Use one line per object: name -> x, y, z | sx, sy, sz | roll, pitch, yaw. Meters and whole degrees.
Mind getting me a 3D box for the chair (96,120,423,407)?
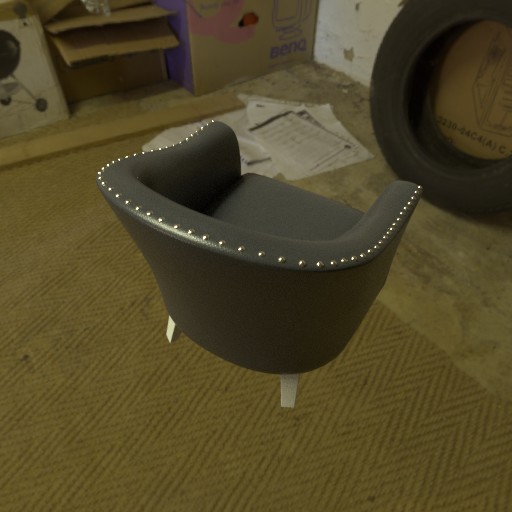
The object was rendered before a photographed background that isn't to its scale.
chair -> 0.000, 0.000, 1.442 | 0.794, 0.823, 0.748 | 24, 50, 21
